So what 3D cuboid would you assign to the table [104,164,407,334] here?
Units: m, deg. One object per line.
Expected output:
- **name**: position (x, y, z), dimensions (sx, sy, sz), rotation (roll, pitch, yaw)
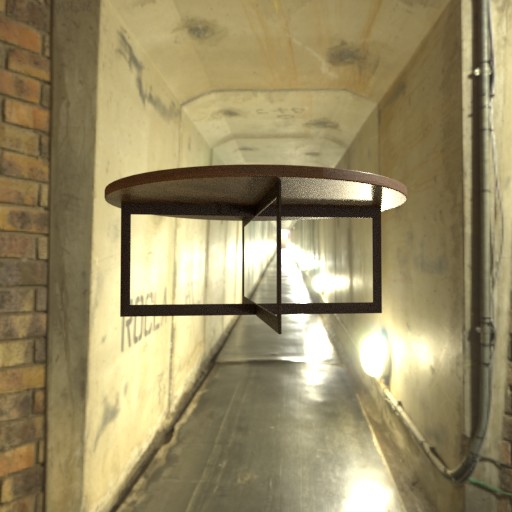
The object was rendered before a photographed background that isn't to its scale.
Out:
- **table**: position (0.000, 0.000, 1.949), dimensions (1.264, 0.516, 1.264), rotation (0, -2, 0)
